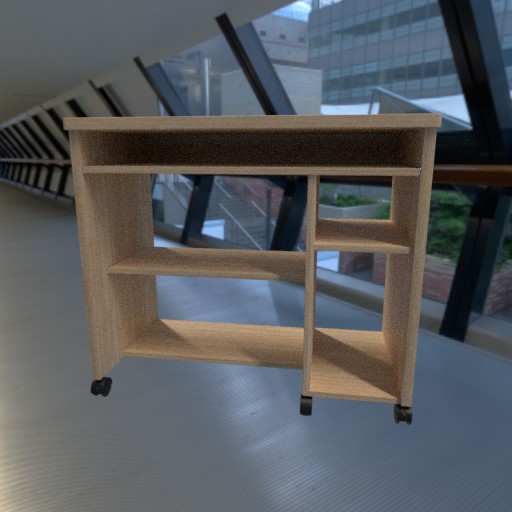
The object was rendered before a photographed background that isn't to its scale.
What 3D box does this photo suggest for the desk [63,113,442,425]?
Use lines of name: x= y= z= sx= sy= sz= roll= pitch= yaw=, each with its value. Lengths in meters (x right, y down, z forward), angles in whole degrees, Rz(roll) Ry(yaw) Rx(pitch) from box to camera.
desk: x=0.000 y=0.000 z=1.328 sx=0.884 sy=0.770 sz=0.480 roll=2 pitch=14 yaw=9
